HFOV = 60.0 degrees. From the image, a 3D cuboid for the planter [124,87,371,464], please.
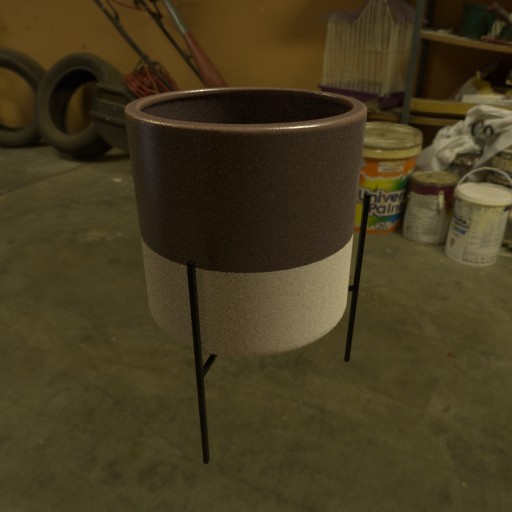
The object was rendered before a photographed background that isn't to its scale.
[{"bbox_3d":[0.000,0.000,0.526,0.260,0.353,0.250,-9,29,-16],"label":"planter"}]
